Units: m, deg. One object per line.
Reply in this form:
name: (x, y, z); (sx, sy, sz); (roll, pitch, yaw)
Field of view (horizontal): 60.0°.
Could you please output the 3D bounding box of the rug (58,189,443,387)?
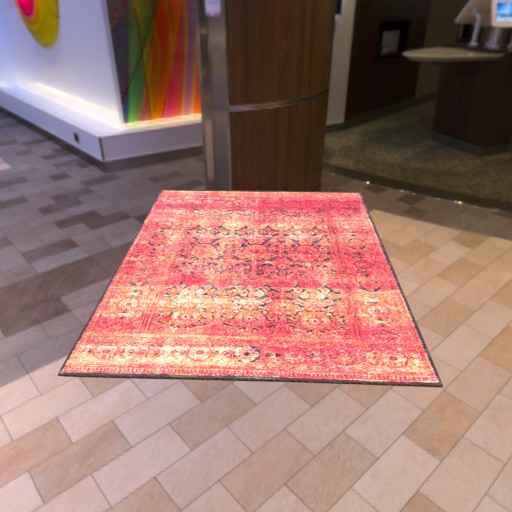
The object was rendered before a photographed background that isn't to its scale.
rug: (0.000, 0.000, 4.050); (2.411, 0.020, 3.032); (1, 31, 2)
